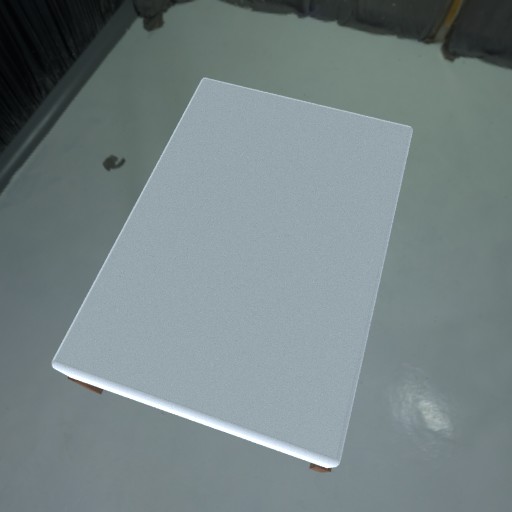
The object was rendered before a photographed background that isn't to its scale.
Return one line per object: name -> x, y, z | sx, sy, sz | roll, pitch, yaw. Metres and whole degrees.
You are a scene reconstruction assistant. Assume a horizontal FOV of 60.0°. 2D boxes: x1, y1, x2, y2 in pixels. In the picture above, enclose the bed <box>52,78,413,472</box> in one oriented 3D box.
bed -> 0.000, 0.000, 2.568 | 1.348, 0.616, 1.927 | 16, 65, 8
